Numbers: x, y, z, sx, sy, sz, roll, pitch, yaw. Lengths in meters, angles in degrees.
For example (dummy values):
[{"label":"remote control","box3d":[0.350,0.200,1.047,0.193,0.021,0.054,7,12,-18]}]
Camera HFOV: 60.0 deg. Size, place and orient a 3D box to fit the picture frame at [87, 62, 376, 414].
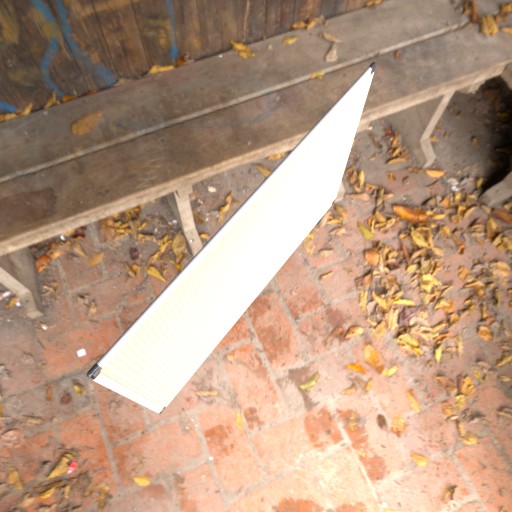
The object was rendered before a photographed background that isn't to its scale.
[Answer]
[{"label":"picture frame","box3d":[0.000,0.000,1.141,0.010,0.600,0.900,35,70,15]}]
